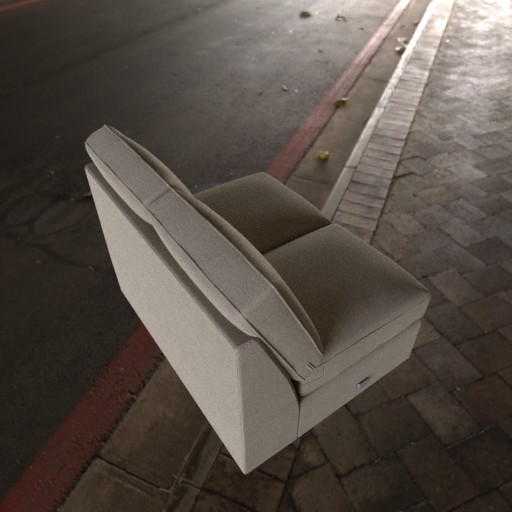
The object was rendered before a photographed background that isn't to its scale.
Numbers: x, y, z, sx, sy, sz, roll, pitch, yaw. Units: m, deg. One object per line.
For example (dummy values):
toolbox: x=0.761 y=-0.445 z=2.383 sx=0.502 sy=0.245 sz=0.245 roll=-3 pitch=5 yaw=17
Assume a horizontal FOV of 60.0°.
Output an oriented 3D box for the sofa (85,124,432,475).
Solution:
sofa: x=0.000 y=0.000 z=1.977 sx=0.978 sy=1.006 sz=1.232 roll=-25 pitch=46 yaw=-26
